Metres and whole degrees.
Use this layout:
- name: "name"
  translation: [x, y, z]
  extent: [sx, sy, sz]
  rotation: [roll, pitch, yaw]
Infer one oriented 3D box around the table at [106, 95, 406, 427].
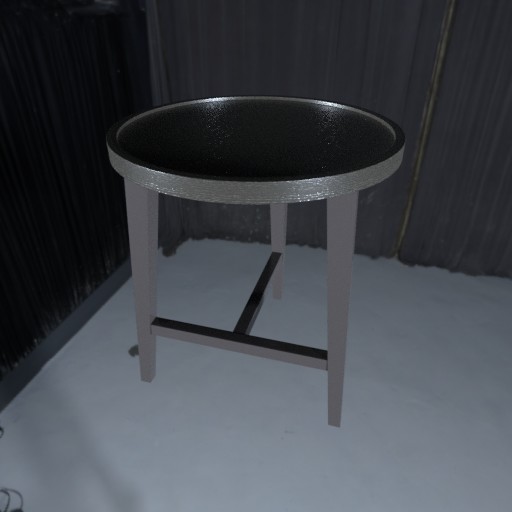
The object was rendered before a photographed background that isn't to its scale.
- name: "table"
  translation: [0.000, 0.000, 0.909]
  extent: [0.500, 0.531, 0.500]
  rotation: [0, 32, 0]
